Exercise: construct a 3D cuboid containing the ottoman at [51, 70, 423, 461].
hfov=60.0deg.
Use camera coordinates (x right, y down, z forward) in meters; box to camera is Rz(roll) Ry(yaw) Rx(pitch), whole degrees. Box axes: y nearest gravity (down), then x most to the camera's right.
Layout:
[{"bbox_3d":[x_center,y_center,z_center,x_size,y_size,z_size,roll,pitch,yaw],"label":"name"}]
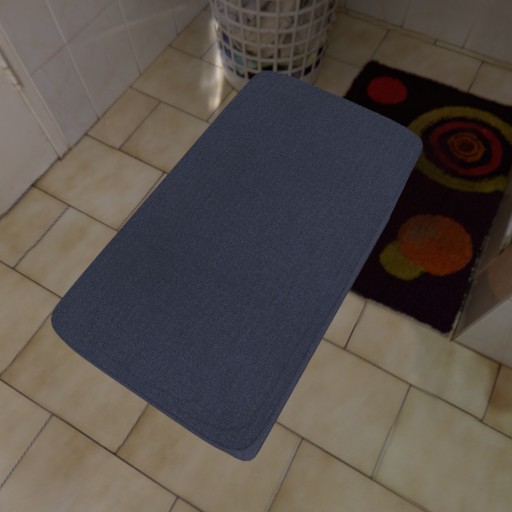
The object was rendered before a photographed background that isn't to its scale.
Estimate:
[{"bbox_3d":[0.000,0.000,1.178,0.505,0.453,0.895,29,67,13],"label":"ottoman"}]
